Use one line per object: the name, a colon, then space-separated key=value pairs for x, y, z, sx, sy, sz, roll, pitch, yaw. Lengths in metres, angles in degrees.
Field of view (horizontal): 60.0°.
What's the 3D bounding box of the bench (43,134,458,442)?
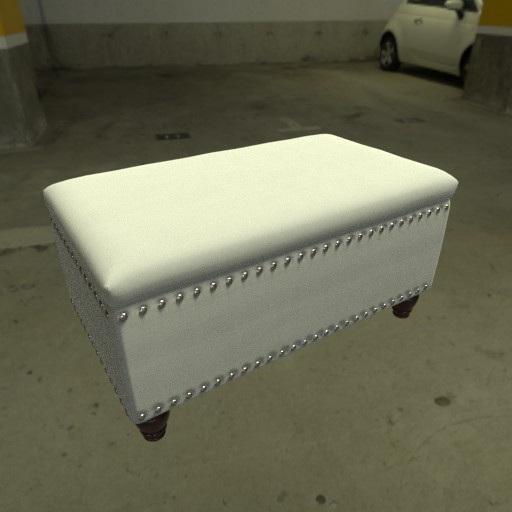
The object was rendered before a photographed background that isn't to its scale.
bench: x=0.000 y=0.000 z=1.168 sx=0.887 sy=0.449 sz=0.500 roll=-18 pitch=34 yaw=-28
